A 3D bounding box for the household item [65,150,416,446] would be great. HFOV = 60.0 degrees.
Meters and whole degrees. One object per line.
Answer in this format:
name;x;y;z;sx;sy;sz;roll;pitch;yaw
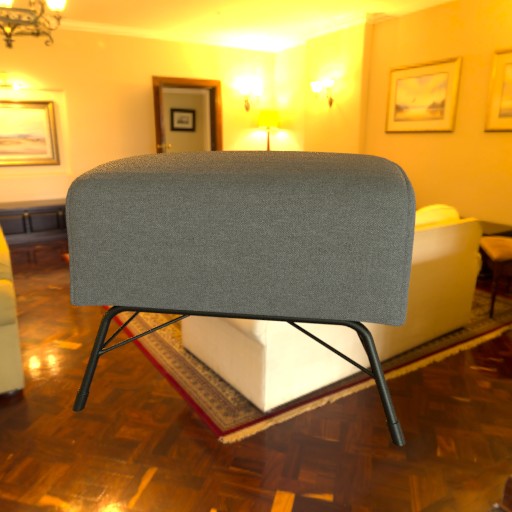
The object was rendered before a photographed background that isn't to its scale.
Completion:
household item;0.000;0.000;0.884;0.530;0.410;0.530;2;15;9
